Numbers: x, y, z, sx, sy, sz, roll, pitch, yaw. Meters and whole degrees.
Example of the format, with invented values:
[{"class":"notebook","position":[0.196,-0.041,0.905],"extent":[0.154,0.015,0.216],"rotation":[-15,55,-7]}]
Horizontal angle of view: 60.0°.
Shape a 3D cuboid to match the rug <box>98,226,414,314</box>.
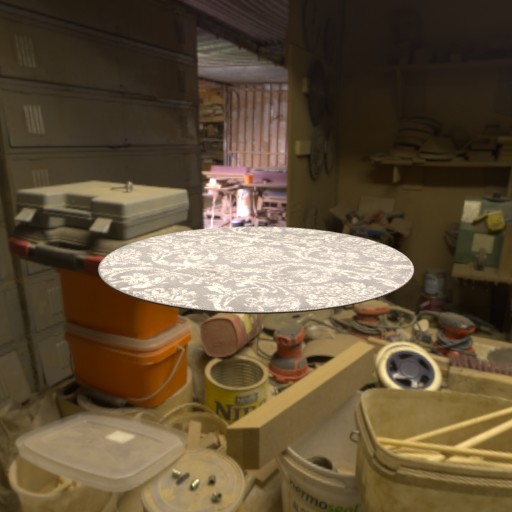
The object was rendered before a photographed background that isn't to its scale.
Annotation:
[{"class":"rug","position":[0.000,0.000,2.362],"extent":[1.593,0.012,1.593],"rotation":[0,15,0]}]
